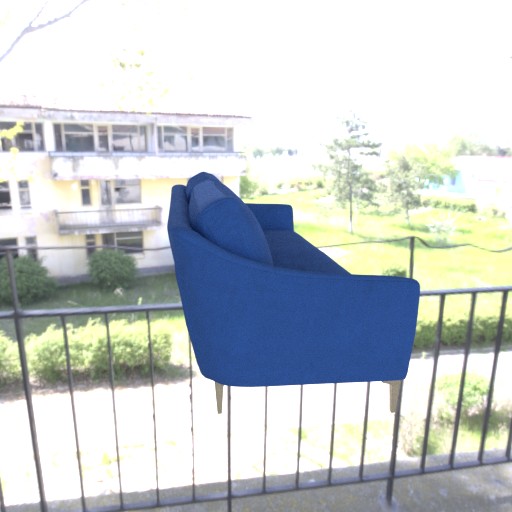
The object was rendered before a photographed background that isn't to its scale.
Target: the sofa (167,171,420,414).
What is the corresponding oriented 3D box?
[{"bbox_3d":[0.000,0.000,2.598,0.960,0.903,2.036,-2,15,-9],"label":"sofa"}]
